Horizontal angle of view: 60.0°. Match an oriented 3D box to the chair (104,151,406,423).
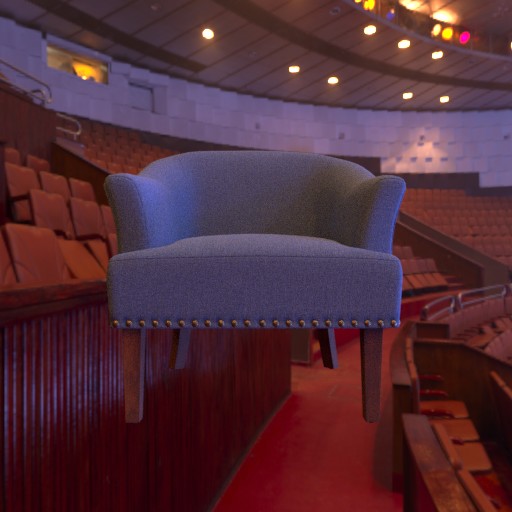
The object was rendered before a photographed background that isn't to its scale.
[{"bbox_3d":[0.000,0.000,1.383,0.798,0.815,0.704,0,0,-1],"label":"chair"}]
